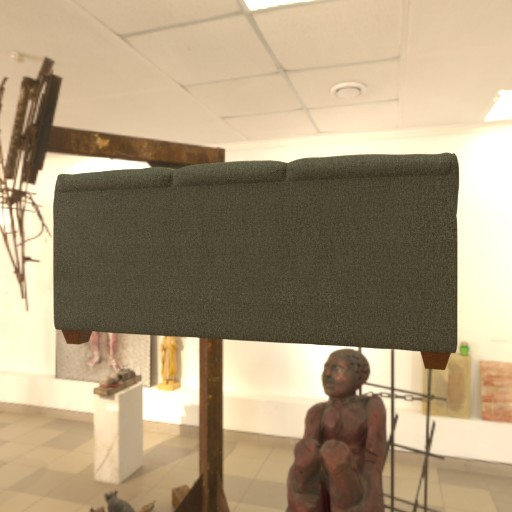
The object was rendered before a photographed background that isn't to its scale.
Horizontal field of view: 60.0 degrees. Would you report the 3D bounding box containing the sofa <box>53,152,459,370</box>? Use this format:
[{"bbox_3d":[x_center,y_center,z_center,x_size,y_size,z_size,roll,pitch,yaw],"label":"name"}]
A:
[{"bbox_3d":[0.000,0.000,2.555,2.024,0.958,0.997,0,0,17],"label":"sofa"}]
